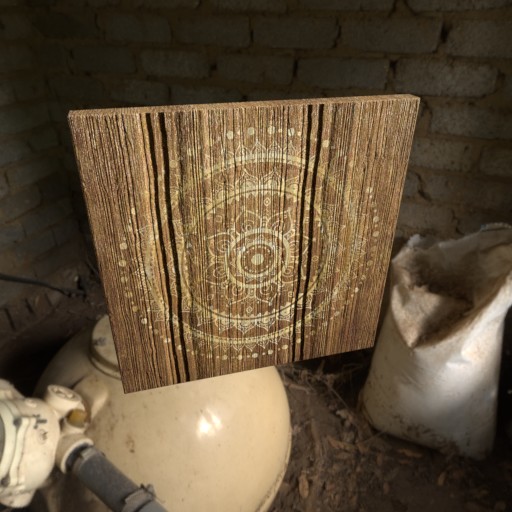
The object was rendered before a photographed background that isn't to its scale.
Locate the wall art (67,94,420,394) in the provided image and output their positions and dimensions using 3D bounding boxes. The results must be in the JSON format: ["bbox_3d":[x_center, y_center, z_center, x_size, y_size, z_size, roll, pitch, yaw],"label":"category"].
[{"bbox_3d":[0.000,0.000,0.909,0.611,0.608,0.042,-8,32,-13],"label":"wall art"}]
